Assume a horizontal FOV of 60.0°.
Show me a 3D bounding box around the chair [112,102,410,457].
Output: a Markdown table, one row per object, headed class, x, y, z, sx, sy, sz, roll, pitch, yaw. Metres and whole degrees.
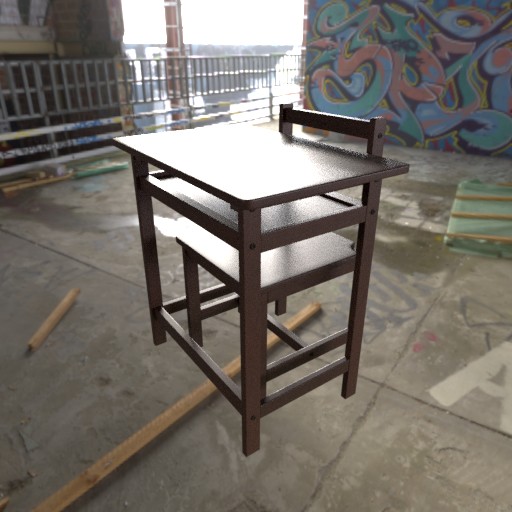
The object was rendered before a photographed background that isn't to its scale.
| class | x | y | z | sx | sy | sz | roll | pitch | yaw |
| --- | --- | --- | --- | --- | --- | --- | --- | --- | --- |
| chair | 0.000 | 0.000 | 1.113 | 0.463 | 0.673 | 0.599 | -17 | 30 | -31 |
